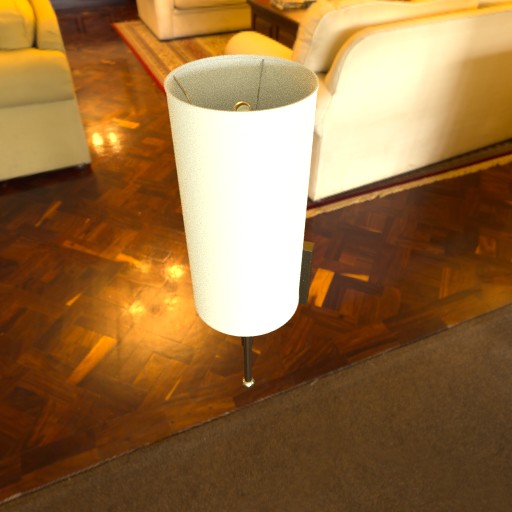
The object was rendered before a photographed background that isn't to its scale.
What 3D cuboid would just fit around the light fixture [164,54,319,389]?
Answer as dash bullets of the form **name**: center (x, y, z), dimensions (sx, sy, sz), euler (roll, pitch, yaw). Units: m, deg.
- **light fixture**: center (0.000, 0.000, 0.551), dimensions (0.128, 0.462, 0.208), euler (12, 43, 13)
